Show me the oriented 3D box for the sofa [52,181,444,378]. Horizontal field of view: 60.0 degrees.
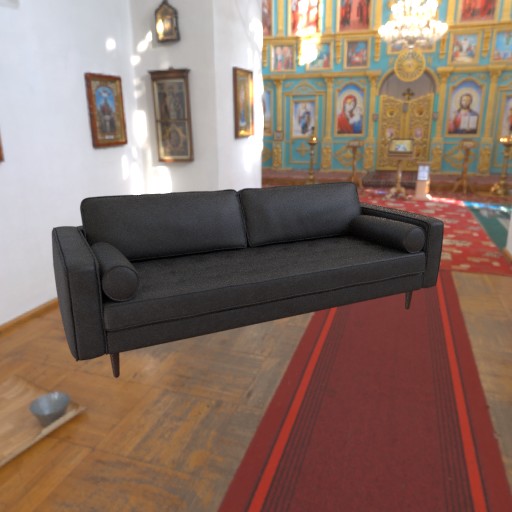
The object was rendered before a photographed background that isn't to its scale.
[{"bbox_3d":[0.000,0.000,2.672,2.210,0.762,0.914,-8,17,-26],"label":"sofa"}]
